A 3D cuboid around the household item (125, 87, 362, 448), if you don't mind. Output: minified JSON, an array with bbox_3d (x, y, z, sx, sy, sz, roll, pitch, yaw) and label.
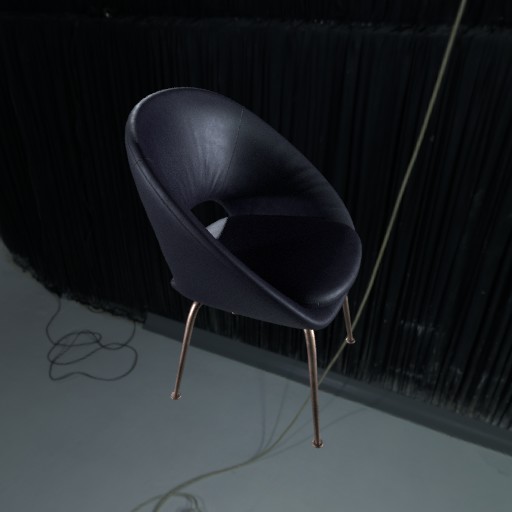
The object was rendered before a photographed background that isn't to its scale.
[{"bbox_3d":[0.000,0.000,1.256,0.573,0.852,0.623,12,33,19],"label":"household item"}]
